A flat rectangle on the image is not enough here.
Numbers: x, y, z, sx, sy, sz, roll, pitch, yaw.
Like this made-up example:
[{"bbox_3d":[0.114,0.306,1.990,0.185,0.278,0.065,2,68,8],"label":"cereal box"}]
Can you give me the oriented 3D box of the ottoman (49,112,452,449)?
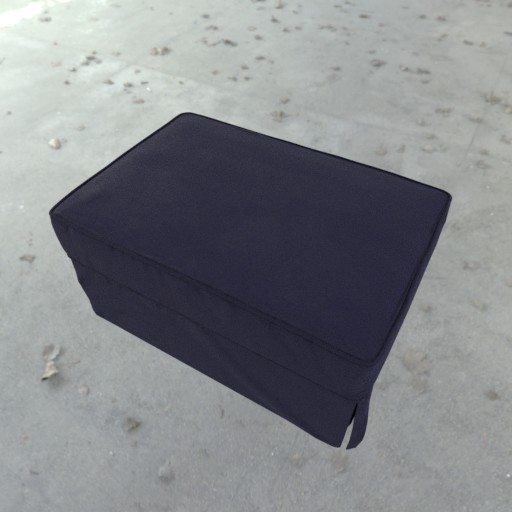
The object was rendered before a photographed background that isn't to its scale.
[{"bbox_3d":[0.000,0.000,1.312,0.938,0.503,0.637,23,51,20],"label":"ottoman"}]
